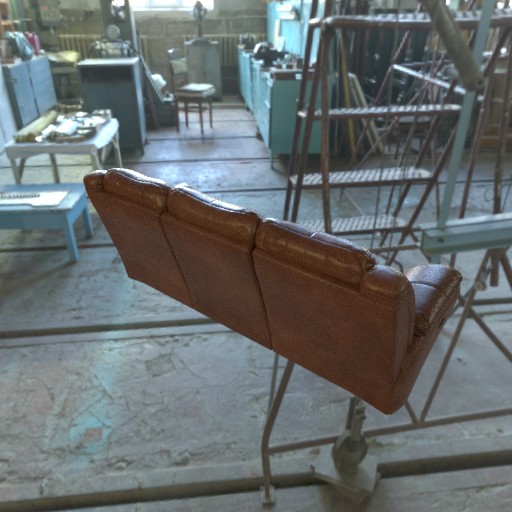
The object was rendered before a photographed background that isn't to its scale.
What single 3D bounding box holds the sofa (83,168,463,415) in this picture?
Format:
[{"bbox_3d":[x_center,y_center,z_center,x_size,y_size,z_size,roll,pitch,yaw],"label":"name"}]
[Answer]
[{"bbox_3d":[0.000,0.000,2.891,2.337,1.043,0.991,21,36,33],"label":"sofa"}]
